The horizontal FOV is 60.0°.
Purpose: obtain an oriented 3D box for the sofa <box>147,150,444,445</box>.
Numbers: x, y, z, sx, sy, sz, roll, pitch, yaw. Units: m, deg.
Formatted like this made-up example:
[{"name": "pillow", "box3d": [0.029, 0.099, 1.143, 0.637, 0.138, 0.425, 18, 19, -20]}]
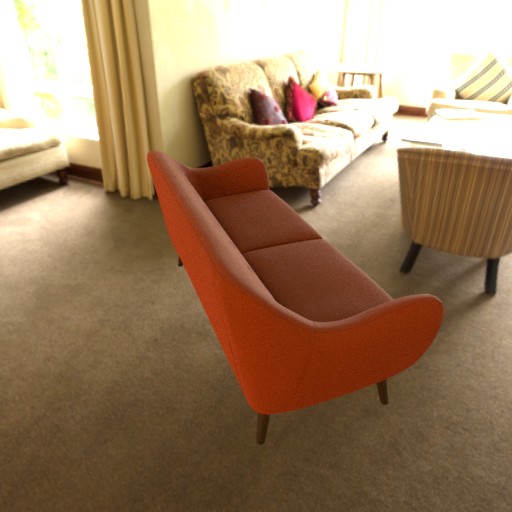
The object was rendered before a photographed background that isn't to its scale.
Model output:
[{"name": "sofa", "box3d": [0.000, 0.000, 2.301, 0.820, 0.836, 1.840, -11, 31, -18]}]
